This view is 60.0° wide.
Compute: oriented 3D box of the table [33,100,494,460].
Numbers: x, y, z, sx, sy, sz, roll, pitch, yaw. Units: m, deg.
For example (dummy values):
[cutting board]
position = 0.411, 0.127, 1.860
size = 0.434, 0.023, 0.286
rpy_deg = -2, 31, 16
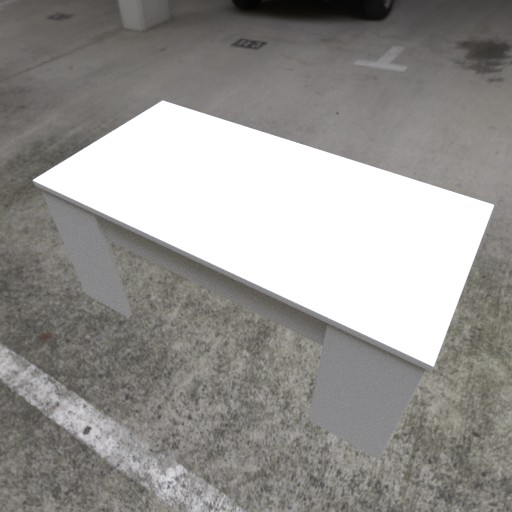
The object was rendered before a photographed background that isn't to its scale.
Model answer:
[table]
position = 0.000, 0.000, 1.225
size = 1.000, 0.440, 0.500
rpy_deg = 24, 50, 22
